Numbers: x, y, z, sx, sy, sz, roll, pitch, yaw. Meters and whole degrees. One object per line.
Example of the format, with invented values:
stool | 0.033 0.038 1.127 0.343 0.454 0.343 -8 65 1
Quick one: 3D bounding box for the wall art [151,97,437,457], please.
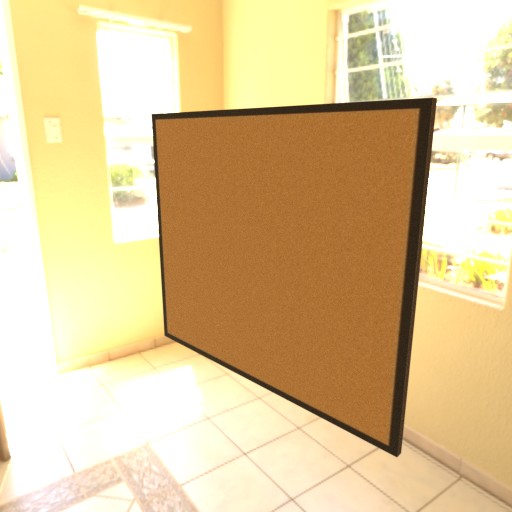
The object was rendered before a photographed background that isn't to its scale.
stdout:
wall art | 0.000 0.000 1.380 1.033 0.875 0.023 14 21 42
